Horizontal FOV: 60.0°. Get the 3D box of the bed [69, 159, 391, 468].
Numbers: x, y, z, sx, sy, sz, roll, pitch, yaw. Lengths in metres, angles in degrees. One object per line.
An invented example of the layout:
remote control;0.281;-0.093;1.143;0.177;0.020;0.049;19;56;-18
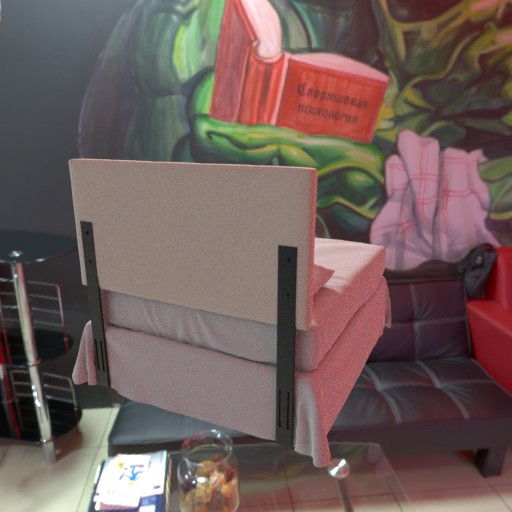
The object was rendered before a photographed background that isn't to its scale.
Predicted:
bed;0.000;0.000;3.513;1.936;1.577;2.222;8;18;26
